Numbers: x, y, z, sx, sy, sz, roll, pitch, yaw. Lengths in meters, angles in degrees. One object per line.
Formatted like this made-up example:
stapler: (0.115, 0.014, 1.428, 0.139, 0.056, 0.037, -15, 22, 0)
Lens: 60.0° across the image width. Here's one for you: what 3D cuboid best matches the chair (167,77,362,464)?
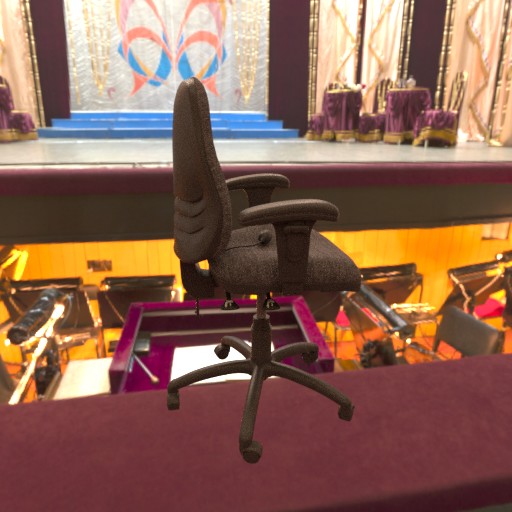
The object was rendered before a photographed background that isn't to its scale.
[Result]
chair: (0.000, 0.000, 1.218, 0.530, 0.910, 0.550, -3, 18, -9)
